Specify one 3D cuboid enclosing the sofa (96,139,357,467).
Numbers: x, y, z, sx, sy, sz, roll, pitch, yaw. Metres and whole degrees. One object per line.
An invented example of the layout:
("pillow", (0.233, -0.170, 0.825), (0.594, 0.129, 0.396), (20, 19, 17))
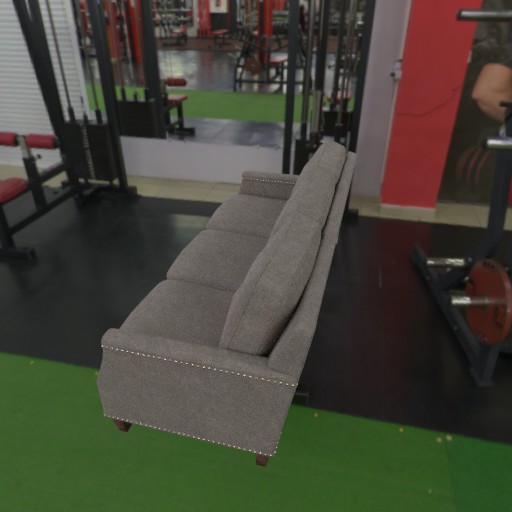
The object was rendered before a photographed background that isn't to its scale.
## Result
("sofa", (0.000, 0.000, 2.830), (1.034, 1.042, 2.226), (8, 32, 13))
